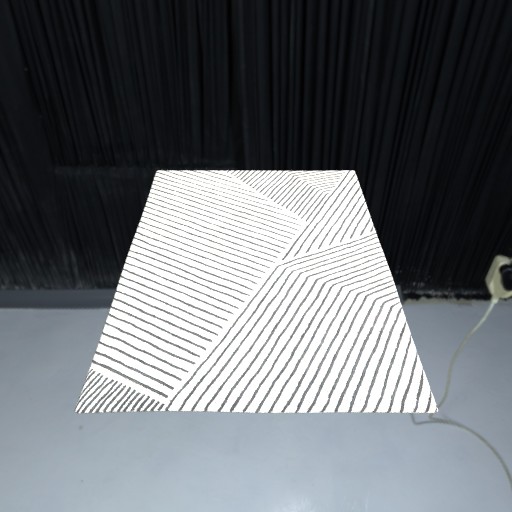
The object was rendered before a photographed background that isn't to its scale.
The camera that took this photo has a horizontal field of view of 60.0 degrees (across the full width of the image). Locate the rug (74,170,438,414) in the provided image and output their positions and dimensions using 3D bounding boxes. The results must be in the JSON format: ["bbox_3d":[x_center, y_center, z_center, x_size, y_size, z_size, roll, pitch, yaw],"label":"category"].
[{"bbox_3d":[0.000,0.000,3.153,1.829,0.028,2.449,0,40,0],"label":"rug"}]
